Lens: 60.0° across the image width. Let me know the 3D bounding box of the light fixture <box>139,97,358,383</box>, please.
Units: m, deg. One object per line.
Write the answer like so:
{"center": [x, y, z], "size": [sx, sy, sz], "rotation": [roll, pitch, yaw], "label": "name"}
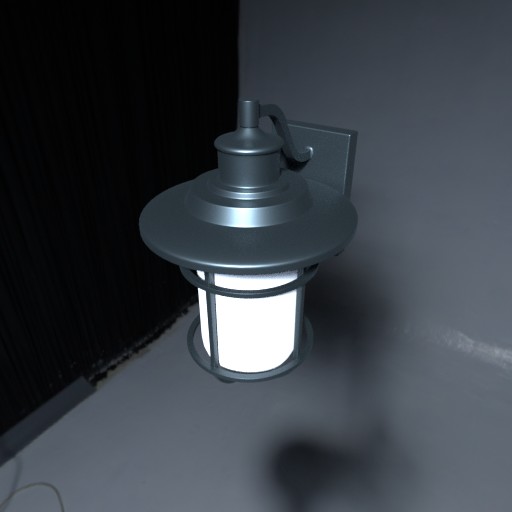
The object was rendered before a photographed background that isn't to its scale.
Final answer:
{"center": [0.000, 0.000, 0.503], "size": [0.222, 0.345, 0.252], "rotation": [20, 36, 30], "label": "light fixture"}
